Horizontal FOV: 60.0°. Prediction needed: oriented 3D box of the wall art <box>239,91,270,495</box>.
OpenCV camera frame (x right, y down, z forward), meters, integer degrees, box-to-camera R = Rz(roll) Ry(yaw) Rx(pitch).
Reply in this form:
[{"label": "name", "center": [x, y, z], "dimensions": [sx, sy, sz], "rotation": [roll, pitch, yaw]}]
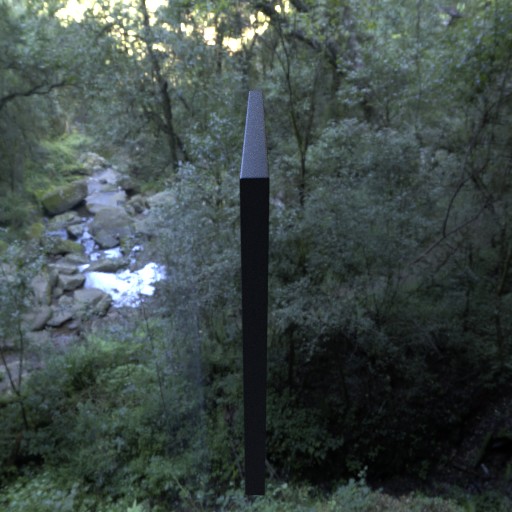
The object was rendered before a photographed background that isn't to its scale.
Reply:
[{"label": "wall art", "center": [0.000, 0.000, 0.752], "dimensions": [0.031, 0.457, 0.558], "rotation": [0, 28, 0]}]
